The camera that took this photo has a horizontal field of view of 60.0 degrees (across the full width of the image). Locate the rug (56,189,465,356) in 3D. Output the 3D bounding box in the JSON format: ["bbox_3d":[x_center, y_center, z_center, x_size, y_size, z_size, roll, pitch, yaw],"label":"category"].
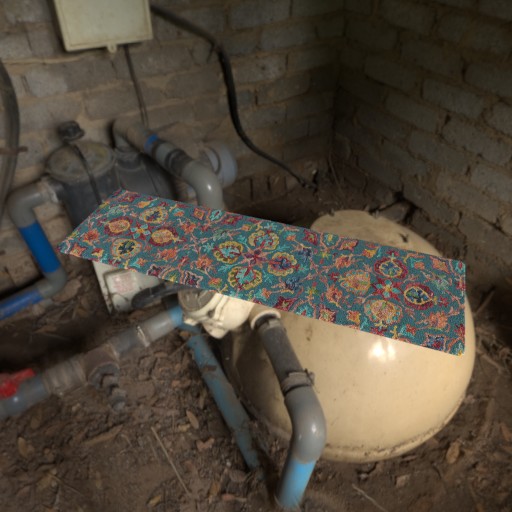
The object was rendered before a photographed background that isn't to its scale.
[{"bbox_3d":[0.000,0.000,2.569,2.286,0.013,0.686,13,44,14],"label":"rug"}]
